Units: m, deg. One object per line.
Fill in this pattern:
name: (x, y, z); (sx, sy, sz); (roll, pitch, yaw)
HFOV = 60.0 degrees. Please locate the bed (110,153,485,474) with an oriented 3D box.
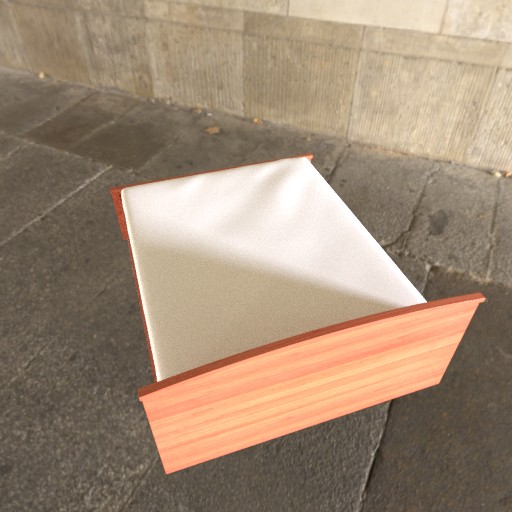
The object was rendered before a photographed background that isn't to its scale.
bed: (0.000, 0.000, 2.934); (1.683, 0.848, 2.053); (-13, 44, -14)
